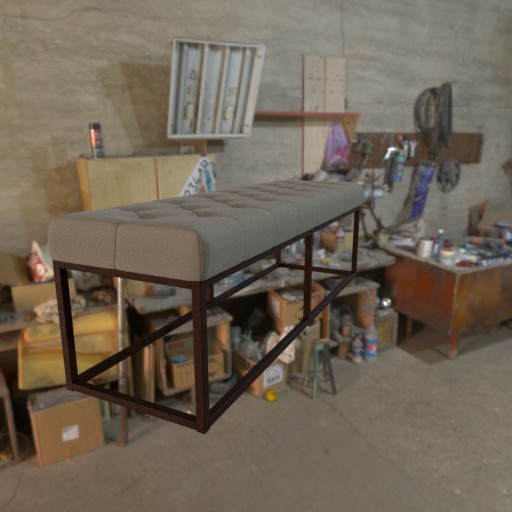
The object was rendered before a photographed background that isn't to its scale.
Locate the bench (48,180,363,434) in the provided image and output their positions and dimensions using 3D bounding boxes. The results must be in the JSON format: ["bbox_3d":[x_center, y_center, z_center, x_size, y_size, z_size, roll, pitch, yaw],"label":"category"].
[{"bbox_3d":[0.000,0.000,1.705,0.479,0.488,1.488,7,15,25],"label":"bench"}]
